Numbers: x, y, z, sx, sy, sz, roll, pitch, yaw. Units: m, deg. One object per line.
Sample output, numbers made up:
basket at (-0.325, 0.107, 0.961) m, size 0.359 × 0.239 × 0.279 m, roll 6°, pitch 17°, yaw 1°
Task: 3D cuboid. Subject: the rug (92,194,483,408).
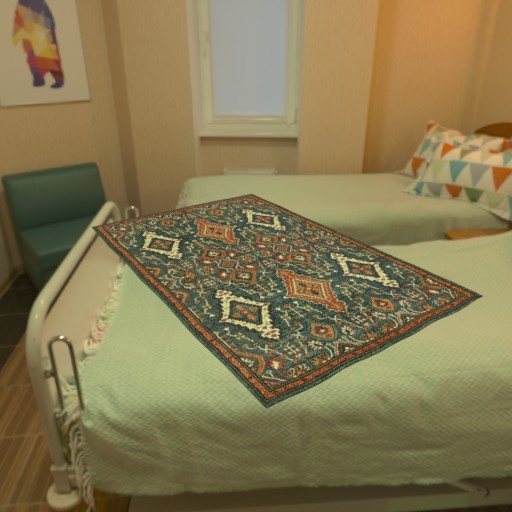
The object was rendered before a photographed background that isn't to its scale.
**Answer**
rug at (0.000, 0.000, 4.267) m, size 2.190 × 0.008 × 3.371 m, roll -16°, pitch 30°, yaw -31°
